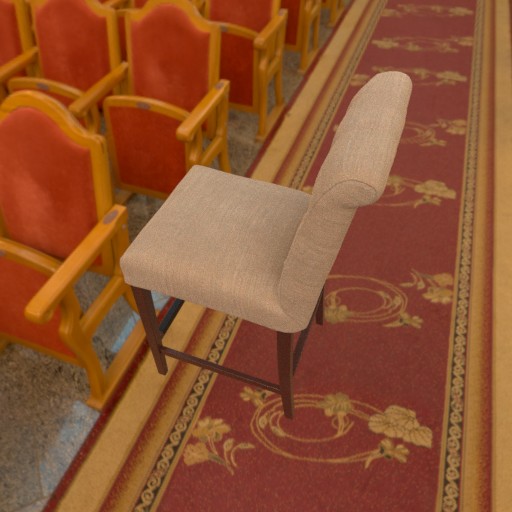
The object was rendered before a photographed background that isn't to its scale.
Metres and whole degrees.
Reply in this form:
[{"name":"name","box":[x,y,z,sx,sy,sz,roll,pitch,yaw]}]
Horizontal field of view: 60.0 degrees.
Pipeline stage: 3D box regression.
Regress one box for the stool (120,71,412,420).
[{"name":"stool","box":[0.000,0.000,1.382,0.660,1.084,0.486,15,49,14]}]
